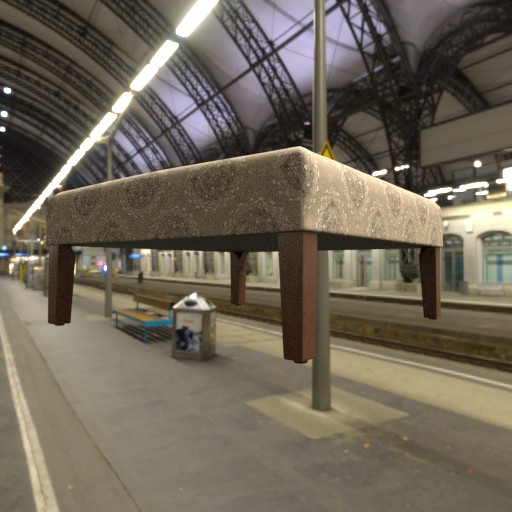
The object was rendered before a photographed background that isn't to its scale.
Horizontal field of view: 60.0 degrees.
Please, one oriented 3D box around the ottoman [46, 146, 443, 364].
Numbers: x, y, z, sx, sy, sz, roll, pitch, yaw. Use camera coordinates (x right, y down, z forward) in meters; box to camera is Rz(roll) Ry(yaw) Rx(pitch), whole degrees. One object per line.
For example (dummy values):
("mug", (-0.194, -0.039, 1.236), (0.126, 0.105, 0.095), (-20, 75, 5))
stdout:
("ottoman", (0.000, 0.000, 1.382), (0.890, 0.411, 0.889), (-1, -2, 37))
